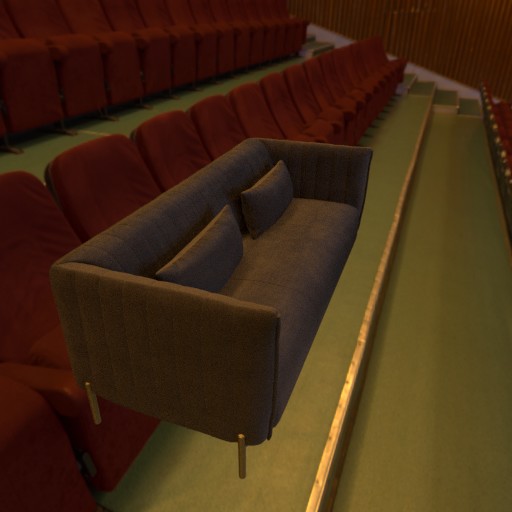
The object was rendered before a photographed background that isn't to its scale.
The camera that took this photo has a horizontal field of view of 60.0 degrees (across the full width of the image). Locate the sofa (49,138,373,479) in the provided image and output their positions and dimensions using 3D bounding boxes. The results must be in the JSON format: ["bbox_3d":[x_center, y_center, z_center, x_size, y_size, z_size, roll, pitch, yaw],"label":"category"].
[{"bbox_3d":[0.000,0.000,2.370,0.876,0.780,1.980,11,31,18],"label":"sofa"}]
